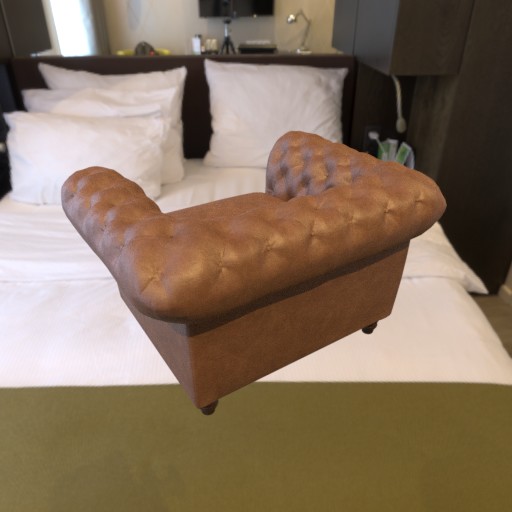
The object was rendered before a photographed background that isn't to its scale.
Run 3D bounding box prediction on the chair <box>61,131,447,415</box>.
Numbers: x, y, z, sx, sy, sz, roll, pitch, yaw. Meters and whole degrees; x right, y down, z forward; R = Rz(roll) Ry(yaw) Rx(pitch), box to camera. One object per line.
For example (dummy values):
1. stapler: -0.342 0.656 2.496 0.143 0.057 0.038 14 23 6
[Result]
1. chair: 0.000 0.000 1.883 1.298 0.784 0.954 -18 35 -28
